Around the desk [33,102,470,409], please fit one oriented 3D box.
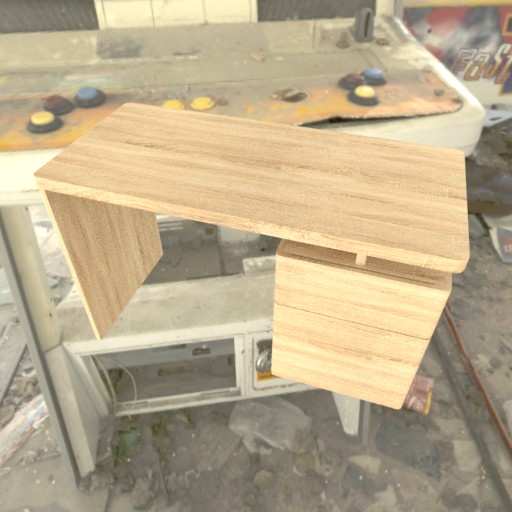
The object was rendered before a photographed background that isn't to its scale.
[{"bbox_3d":[0.000,0.000,1.591,1.200,0.760,0.550,12,43,13],"label":"desk"}]
